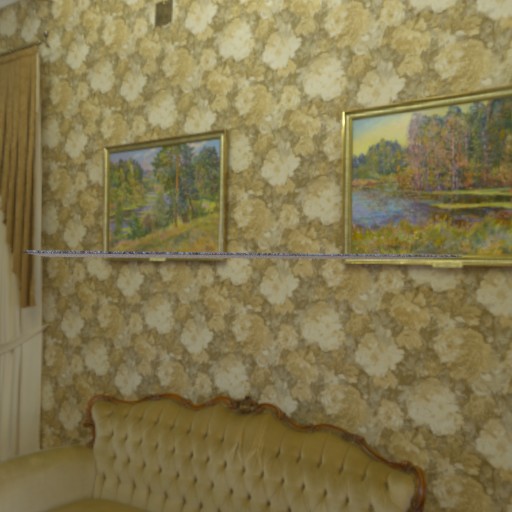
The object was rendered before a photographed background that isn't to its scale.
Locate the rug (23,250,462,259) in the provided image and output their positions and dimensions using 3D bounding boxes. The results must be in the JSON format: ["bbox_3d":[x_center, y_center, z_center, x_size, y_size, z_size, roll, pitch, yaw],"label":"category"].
[{"bbox_3d":[0.000,0.000,2.558,2.305,0.013,0.719,1,-2,-18],"label":"rug"}]
